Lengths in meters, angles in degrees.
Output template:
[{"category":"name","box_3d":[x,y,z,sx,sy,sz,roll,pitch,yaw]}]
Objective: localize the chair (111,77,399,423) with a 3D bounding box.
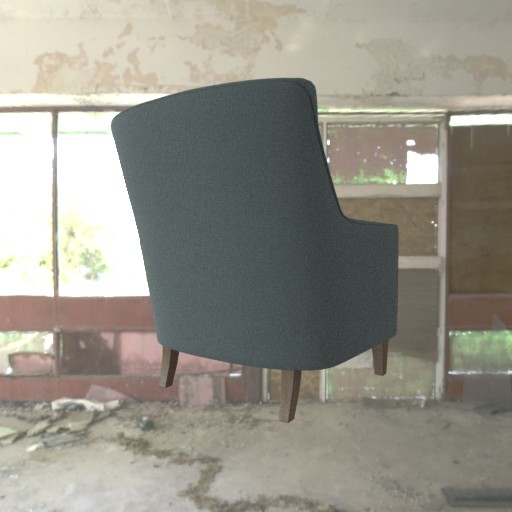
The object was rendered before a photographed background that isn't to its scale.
[{"category":"chair","box_3d":[0.000,0.000,1.555,0.756,0.916,0.879,1,2,36]}]
